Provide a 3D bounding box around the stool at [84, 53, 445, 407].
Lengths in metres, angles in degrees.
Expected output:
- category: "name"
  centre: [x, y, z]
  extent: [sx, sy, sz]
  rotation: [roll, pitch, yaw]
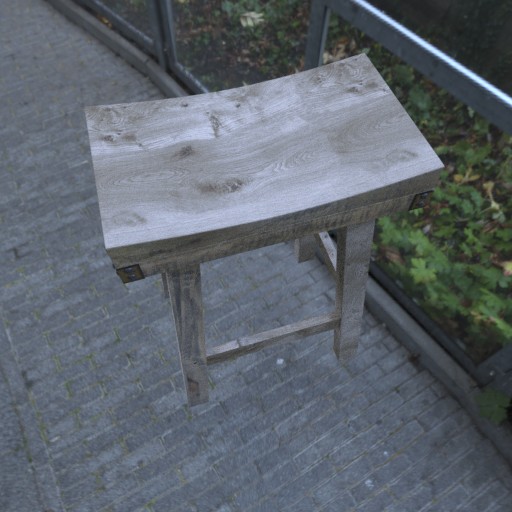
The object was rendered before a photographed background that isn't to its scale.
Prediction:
- category: "stool"
  centre: [0.000, 0.000, 0.878]
  extent: [0.450, 0.635, 0.330]
  rotation: [-14, 59, -9]
